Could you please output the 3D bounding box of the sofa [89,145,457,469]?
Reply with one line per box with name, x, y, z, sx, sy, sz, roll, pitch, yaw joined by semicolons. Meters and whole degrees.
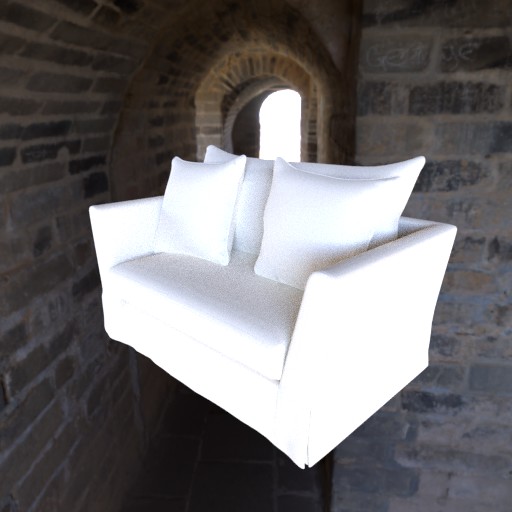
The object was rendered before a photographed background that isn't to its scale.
sofa;0.000;0.000;2.261;1.608;1.039;1.026;16;24;42
